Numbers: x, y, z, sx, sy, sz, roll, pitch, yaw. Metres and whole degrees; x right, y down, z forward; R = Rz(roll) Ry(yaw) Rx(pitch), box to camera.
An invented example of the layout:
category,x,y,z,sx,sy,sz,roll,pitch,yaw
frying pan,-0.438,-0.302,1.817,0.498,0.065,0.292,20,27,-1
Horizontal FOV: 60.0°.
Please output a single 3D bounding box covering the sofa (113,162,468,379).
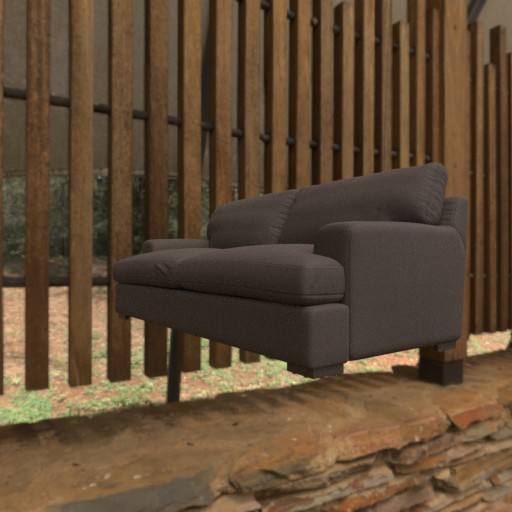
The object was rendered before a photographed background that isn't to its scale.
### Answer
category,x,y,z,sx,sy,sz,roll,pitch,yaw
sofa,0.000,0.000,2.836,1.140,0.950,2.271,0,-1,-36
